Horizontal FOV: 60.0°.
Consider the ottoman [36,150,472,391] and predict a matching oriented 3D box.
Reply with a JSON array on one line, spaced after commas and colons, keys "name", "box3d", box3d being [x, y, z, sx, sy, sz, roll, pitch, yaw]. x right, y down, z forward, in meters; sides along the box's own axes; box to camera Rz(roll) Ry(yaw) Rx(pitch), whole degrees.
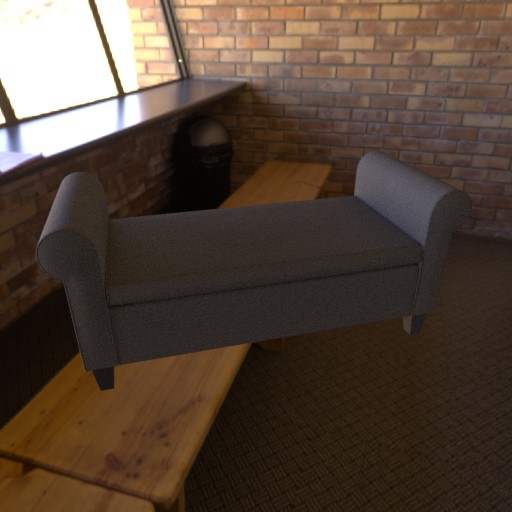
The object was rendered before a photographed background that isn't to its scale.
[{"name": "ottoman", "box3d": [0.000, 0.000, 1.544, 1.256, 0.547, 0.521, -7, 28, -13]}]
